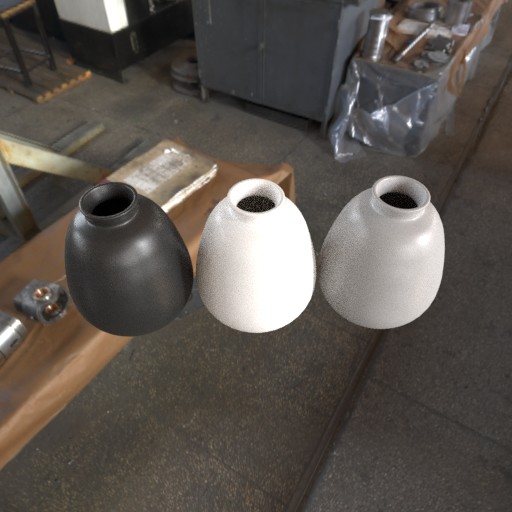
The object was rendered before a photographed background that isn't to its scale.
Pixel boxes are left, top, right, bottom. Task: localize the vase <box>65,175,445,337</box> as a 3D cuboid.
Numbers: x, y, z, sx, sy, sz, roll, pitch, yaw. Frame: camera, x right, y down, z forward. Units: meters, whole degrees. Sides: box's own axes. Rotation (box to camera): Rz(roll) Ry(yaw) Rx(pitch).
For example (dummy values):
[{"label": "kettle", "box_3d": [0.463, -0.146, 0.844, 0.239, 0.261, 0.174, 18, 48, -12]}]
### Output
[{"label": "vase", "box_3d": [0.000, 0.000, 0.347, 0.297, 0.122, 0.097, -2, 47, -1]}]
